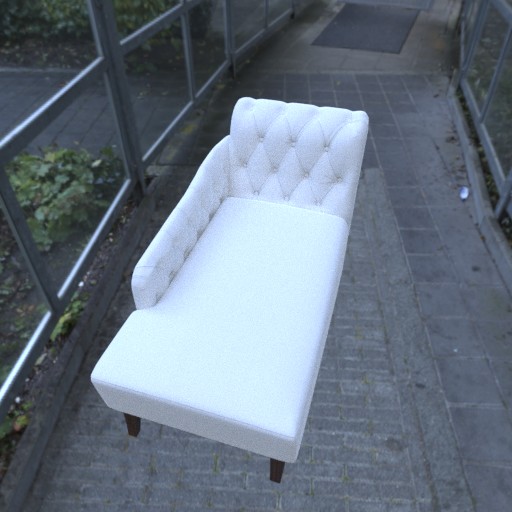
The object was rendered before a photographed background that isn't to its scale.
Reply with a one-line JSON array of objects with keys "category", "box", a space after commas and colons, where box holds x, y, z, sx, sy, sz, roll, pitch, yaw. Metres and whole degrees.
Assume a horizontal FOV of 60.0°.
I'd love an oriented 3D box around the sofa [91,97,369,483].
[{"category": "sofa", "box": [0.000, 0.000, 1.782, 0.675, 0.787, 1.379, 12, 42, 13]}]
